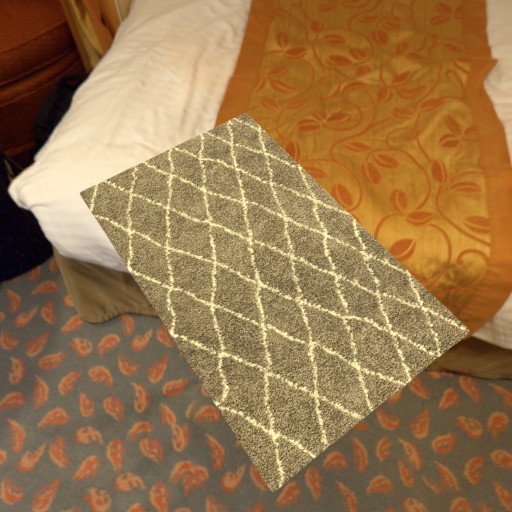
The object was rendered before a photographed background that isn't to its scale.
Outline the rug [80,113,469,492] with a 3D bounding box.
[{"bbox_3d":[0.000,0.000,3.031,1.524,0.030,2.438,-31,63,-18],"label":"rug"}]
